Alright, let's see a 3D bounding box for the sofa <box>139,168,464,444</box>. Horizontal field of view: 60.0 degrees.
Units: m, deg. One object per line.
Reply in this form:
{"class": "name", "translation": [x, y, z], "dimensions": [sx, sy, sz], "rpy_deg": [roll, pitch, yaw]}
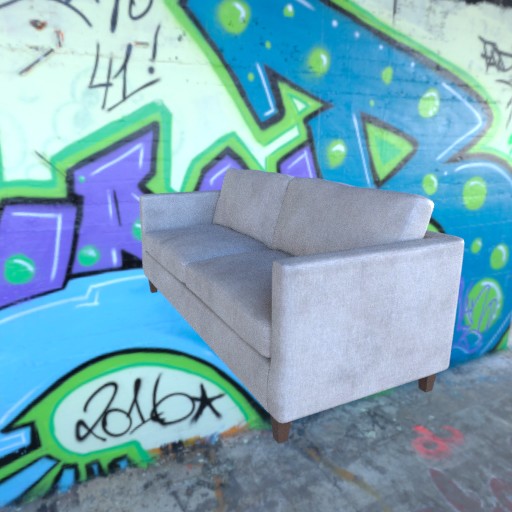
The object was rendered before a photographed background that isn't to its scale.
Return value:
{"class": "sofa", "translation": [0.000, 0.000, 2.718], "dimensions": [0.951, 0.965, 2.208], "rpy_deg": [-8, 17, -26]}
